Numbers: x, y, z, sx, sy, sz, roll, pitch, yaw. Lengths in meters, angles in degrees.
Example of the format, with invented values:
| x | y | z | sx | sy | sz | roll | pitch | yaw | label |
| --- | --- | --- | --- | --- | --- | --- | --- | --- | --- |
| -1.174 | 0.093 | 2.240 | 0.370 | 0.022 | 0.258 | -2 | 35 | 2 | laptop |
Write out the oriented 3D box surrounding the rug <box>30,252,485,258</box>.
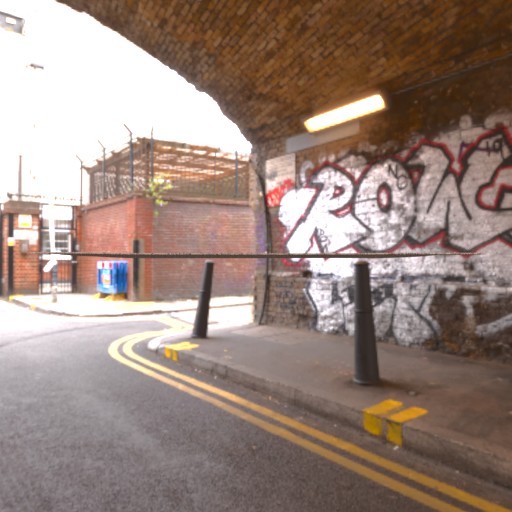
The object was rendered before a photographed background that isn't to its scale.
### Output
| x | y | z | sx | sy | sz | roll | pitch | yaw | label |
| --- | --- | --- | --- | --- | --- | --- | --- | --- | --- |
| 0.000 | 0.000 | 4.144 | 3.054 | 0.030 | 2.430 | 0 | -1 | 0 | rug |
